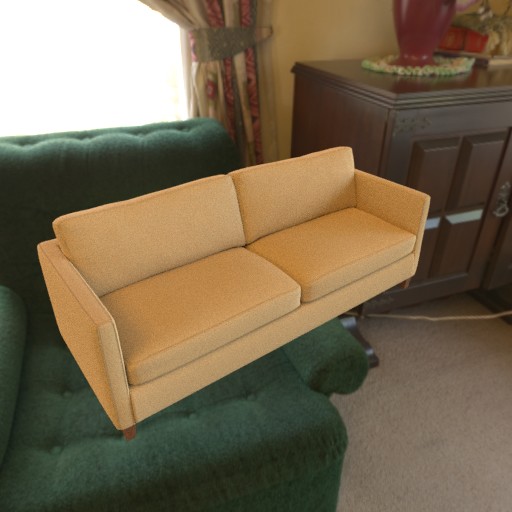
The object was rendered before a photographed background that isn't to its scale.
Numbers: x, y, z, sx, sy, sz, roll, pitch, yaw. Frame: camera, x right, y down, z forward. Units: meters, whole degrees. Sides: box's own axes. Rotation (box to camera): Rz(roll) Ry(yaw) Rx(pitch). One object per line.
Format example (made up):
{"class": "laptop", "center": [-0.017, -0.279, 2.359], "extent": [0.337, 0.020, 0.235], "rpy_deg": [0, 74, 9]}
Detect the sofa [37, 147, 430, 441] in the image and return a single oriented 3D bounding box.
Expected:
{"class": "sofa", "center": [0.000, 0.000, 2.861], "extent": [2.361, 0.968, 0.951], "rpy_deg": [-21, 36, -31]}
